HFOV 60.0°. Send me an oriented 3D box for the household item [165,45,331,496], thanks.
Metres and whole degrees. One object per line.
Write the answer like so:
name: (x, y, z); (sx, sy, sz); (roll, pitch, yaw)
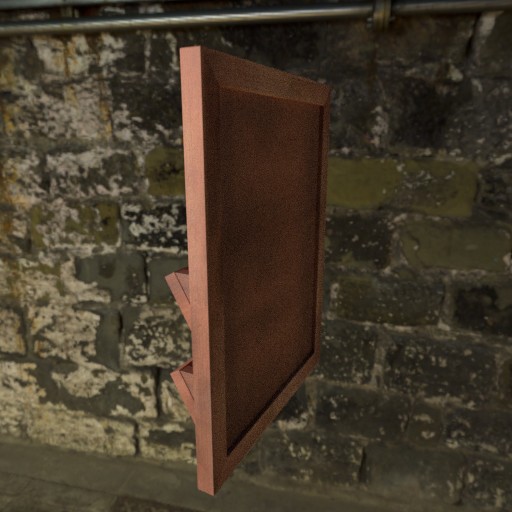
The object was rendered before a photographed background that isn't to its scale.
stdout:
household item: (0.000, 0.000, 0.530); (0.067, 0.407, 0.310); (8, 17, 26)
